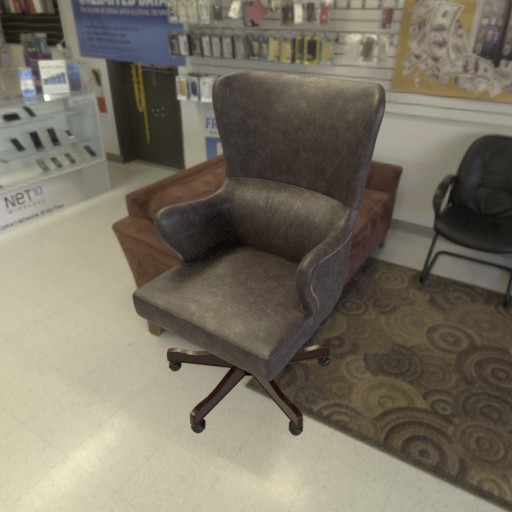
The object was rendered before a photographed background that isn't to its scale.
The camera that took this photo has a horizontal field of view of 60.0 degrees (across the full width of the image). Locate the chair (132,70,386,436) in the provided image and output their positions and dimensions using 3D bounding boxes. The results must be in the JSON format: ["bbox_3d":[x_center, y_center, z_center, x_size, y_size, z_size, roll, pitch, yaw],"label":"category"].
[{"bbox_3d":[0.000,0.000,1.453,0.594,1.037,0.717,19,36,30],"label":"chair"}]
